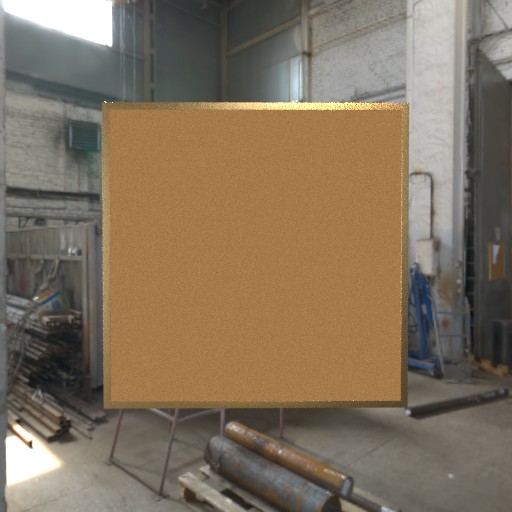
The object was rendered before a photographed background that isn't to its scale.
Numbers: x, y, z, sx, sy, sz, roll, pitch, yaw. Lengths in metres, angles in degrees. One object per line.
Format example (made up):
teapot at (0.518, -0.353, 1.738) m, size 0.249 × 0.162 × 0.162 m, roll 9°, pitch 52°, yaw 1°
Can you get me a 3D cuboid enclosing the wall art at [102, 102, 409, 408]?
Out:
wall art at (0.000, 0.000, 0.758) m, size 0.509 × 0.509 × 0.040 m, roll 0°, pitch 1°, yaw -1°
